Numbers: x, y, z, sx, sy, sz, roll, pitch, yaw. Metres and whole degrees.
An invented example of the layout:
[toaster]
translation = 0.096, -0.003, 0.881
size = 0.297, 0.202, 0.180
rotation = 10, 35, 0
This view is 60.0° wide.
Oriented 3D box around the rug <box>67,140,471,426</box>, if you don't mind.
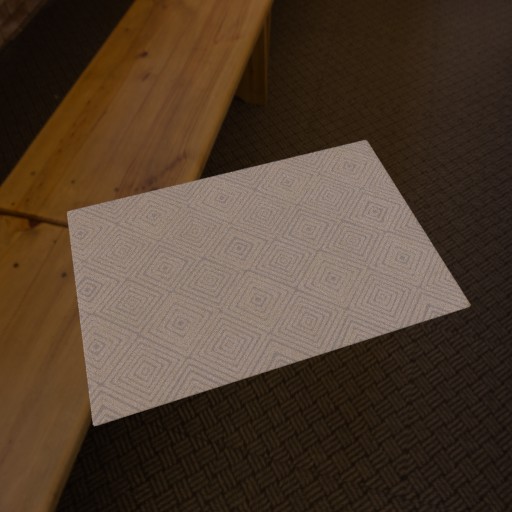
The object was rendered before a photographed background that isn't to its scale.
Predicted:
[rug]
translation = 0.000, 0.000, 2.226
size = 1.753, 0.008, 1.143
rotation = -15, 60, -9
